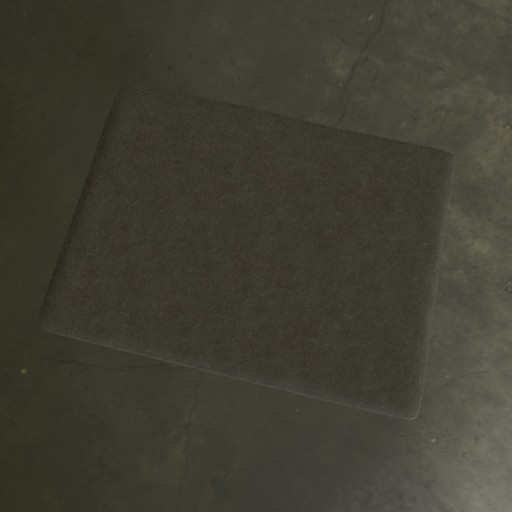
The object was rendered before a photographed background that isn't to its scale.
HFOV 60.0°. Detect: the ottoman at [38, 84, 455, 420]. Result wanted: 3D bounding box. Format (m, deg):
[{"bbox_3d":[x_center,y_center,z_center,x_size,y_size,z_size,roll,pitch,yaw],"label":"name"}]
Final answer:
[{"bbox_3d":[0.000,0.000,1.196,0.839,0.464,0.639,13,77,3],"label":"ottoman"}]
